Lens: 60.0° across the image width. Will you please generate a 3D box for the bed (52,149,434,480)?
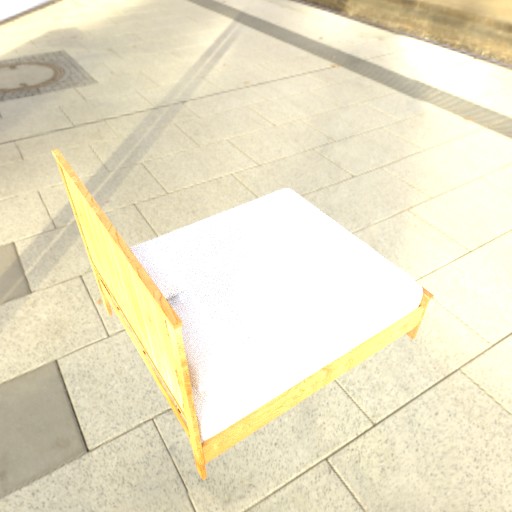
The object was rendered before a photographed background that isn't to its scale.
[{"bbox_3d":[0.000,0.000,3.576,2.201,1.686,1.936,-24,47,-25],"label":"bed"}]
